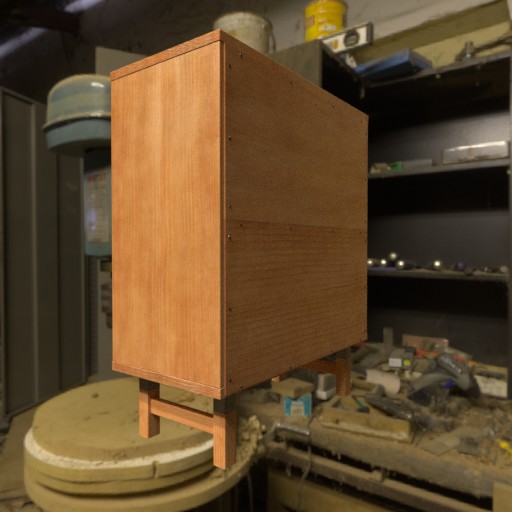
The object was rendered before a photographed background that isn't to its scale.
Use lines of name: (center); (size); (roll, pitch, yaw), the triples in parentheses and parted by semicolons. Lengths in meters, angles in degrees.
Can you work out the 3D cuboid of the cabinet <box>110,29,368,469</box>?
cabinet: (0.000, 0.000, 1.410); (0.419, 1.001, 0.800); (1, 1, 37)
